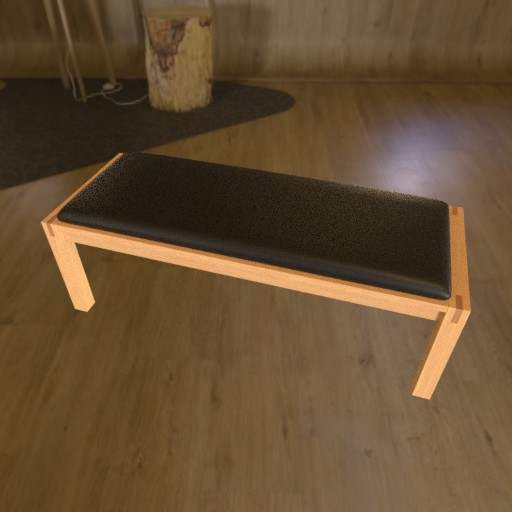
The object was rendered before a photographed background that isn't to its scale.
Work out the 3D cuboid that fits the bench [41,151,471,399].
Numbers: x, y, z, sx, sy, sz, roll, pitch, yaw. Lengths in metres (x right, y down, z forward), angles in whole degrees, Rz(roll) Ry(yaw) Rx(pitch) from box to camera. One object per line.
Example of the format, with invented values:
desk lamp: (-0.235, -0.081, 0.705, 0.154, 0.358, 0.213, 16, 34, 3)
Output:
bench: (0.000, 0.000, 1.452, 1.202, 0.430, 0.450, 11, 42, 13)
